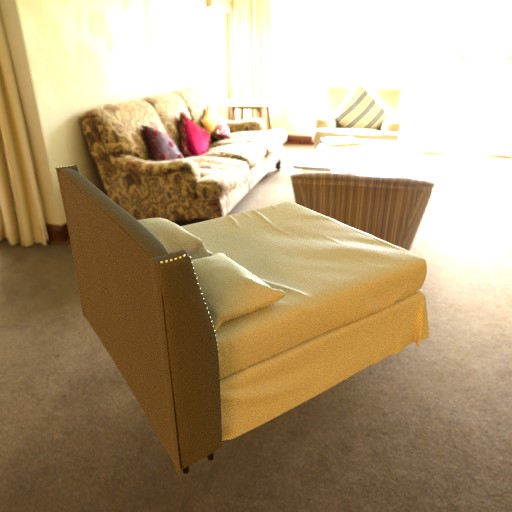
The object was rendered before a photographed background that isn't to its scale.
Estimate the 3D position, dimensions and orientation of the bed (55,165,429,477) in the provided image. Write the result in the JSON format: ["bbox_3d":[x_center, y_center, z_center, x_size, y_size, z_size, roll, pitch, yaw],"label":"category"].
[{"bbox_3d":[0.000,0.000,3.363,2.276,1.332,1.925,-16,30,-30],"label":"bed"}]
